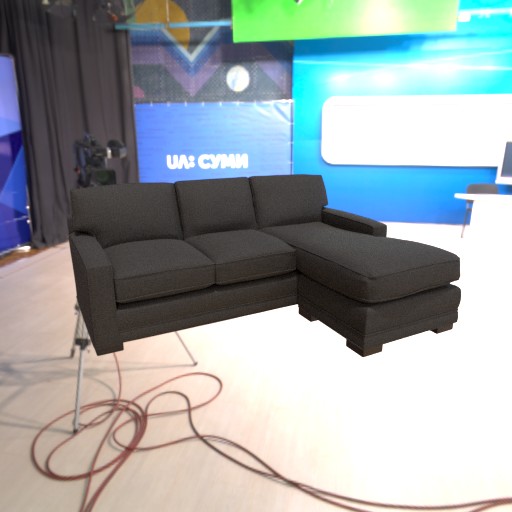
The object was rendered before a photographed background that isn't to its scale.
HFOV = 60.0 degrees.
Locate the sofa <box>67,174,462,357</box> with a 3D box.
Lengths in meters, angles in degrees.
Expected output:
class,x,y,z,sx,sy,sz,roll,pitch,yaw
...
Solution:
class,x,y,z,sx,sy,sz,roll,pitch,yaw
sofa,0.000,0.000,3.238,2.370,0.973,1.790,-9,19,-26
